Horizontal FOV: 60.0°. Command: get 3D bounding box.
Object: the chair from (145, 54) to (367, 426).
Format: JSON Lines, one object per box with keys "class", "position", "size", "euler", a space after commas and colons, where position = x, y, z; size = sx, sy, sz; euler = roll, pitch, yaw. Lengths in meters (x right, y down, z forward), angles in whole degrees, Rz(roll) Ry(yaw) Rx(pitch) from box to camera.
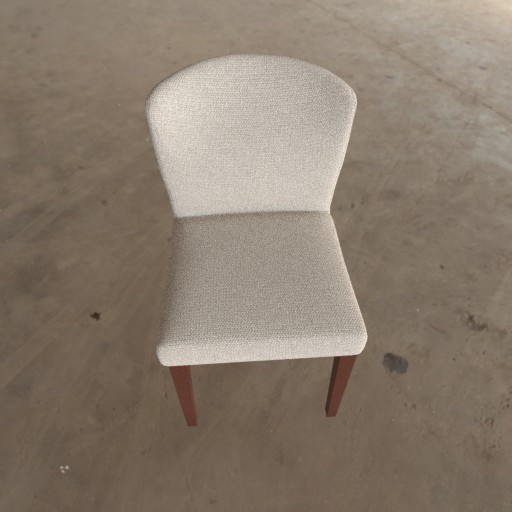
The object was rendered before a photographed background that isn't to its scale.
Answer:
{"class": "chair", "position": [0.000, 0.000, 1.182], "size": [0.491, 0.839, 0.589], "euler": [-3, 46, -3]}
